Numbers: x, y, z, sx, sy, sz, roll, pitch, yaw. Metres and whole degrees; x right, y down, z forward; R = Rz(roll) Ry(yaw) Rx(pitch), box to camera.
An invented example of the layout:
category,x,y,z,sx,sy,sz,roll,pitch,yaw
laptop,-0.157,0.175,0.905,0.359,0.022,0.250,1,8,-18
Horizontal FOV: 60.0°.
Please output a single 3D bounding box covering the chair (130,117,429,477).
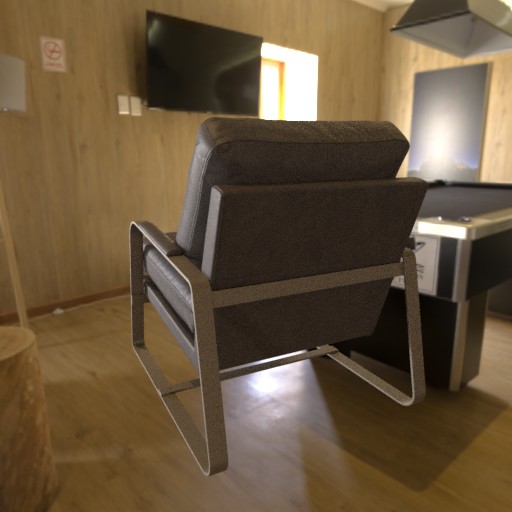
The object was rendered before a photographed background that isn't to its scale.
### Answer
category,x,y,z,sx,sy,sz,roll,pitch,yaw
chair,0.000,0.000,1.464,0.692,0.839,0.878,-7,15,-26
